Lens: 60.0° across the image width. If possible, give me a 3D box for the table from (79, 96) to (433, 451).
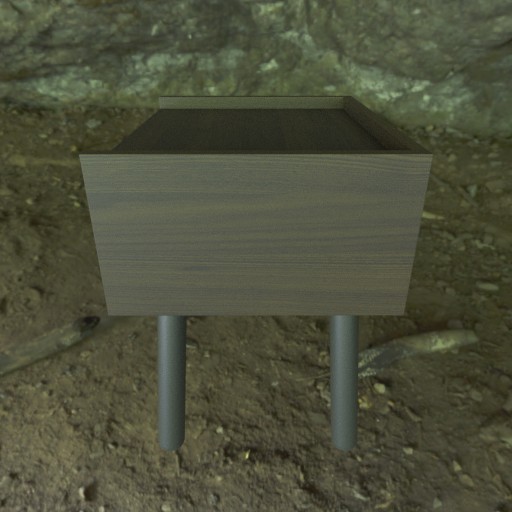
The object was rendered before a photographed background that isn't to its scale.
[{"bbox_3d":[0.000,0.000,0.770,0.370,0.470,0.450,0,27,0],"label":"table"}]
